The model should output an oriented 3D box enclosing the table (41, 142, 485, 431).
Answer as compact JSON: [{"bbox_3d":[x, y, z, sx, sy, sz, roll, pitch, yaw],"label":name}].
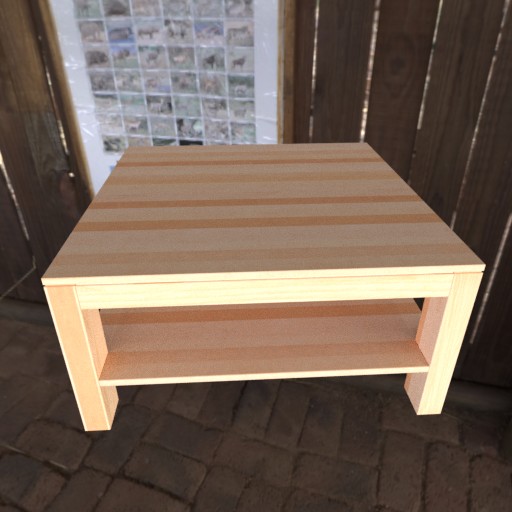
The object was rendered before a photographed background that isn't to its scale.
[{"bbox_3d":[0.000,0.000,1.395,0.900,0.450,0.900,-2,30,-3],"label":"table"}]
